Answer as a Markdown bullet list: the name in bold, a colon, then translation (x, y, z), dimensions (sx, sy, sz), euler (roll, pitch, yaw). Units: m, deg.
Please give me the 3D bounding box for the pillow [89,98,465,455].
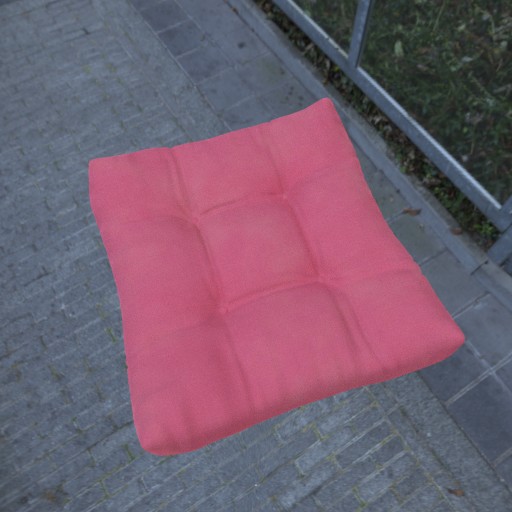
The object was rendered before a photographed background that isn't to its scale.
- **pillow**: translation (0.000, 0.000, 0.711), dimensions (0.468, 0.128, 0.490), euler (-17, 64, -8)
